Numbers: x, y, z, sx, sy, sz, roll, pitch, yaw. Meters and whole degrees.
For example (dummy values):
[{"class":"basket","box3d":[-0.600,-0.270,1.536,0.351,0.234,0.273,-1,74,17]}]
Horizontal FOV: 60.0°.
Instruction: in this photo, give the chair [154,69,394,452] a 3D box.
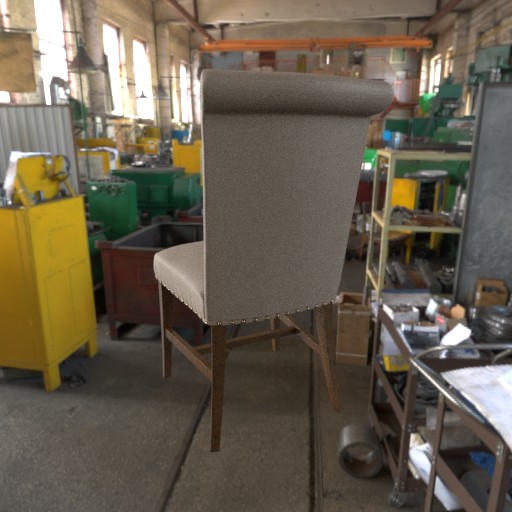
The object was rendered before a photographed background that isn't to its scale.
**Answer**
[{"class":"chair","box3d":[0.000,0.000,1.366,0.513,0.988,0.608,-7,17,-26]}]
